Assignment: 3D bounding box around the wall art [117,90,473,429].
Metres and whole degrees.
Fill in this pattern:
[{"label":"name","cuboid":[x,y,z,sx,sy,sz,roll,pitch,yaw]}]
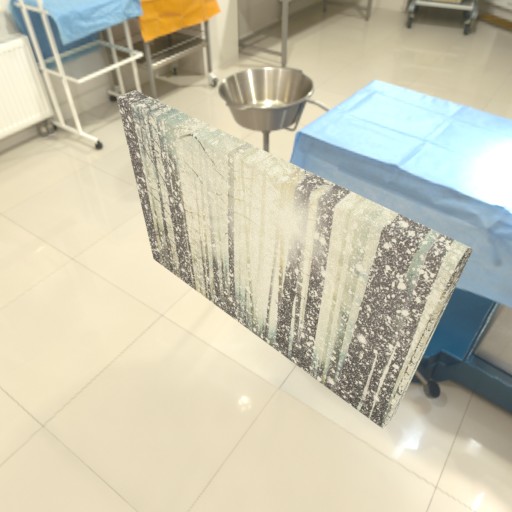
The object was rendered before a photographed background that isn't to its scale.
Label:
[{"label":"wall art","cuboid":[0.000,0.000,0.772,0.618,0.398,0.042,32,53,29]}]
